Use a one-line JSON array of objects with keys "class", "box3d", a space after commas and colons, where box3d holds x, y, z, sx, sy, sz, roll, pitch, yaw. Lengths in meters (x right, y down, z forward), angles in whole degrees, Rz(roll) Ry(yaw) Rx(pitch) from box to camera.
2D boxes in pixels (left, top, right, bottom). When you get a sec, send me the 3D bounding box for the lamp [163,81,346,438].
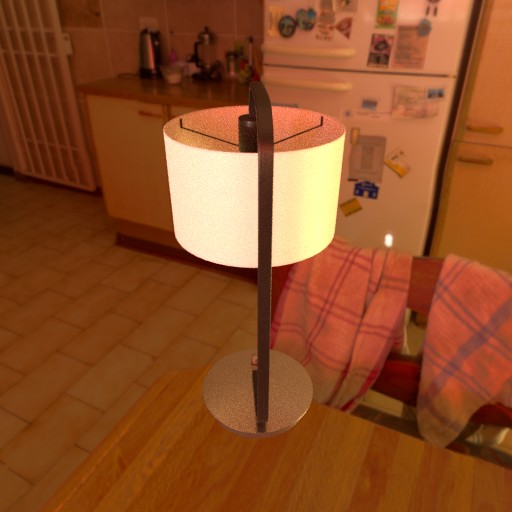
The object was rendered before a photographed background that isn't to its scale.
[{"class": "lamp", "box3d": [0.000, 0.000, 0.635, 0.230, 0.473, 0.288, -2, 31, -3]}]
